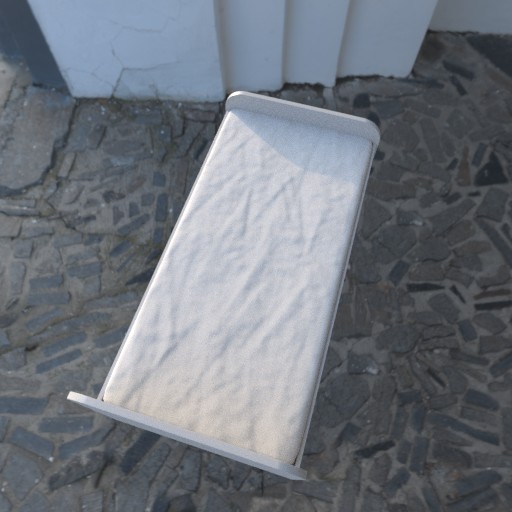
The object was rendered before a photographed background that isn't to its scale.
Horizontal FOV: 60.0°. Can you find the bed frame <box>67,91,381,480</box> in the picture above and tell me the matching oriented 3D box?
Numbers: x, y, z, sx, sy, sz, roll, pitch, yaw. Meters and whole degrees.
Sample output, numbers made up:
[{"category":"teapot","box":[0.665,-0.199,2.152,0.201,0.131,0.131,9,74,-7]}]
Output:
[{"category":"bed frame","box":[0.000,0.000,2.405,0.998,0.805,1.963,15,64,8]}]
